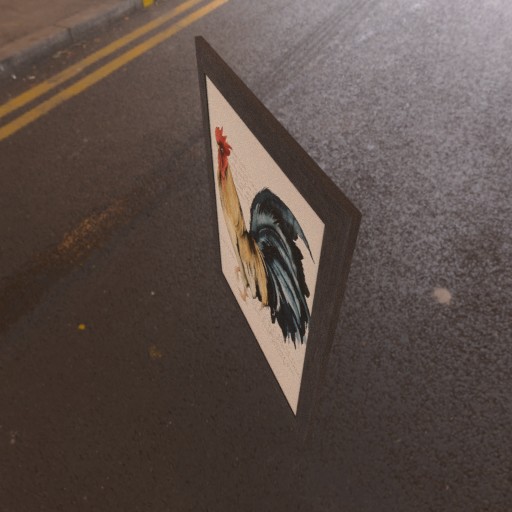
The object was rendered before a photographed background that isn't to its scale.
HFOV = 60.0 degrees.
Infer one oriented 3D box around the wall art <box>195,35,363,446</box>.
[{"bbox_3d":[0.000,0.000,0.772,0.013,0.570,0.476,-17,49,-16],"label":"wall art"}]
